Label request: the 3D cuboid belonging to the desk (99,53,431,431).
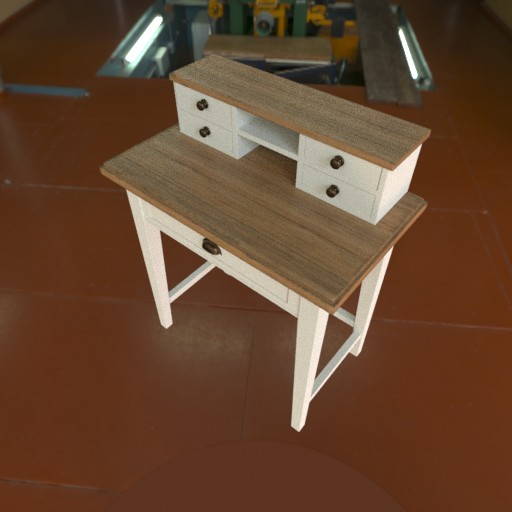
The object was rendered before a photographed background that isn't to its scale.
[{"bbox_3d":[0.000,0.000,1.451,0.814,0.981,0.462,31,53,26],"label":"desk"}]
